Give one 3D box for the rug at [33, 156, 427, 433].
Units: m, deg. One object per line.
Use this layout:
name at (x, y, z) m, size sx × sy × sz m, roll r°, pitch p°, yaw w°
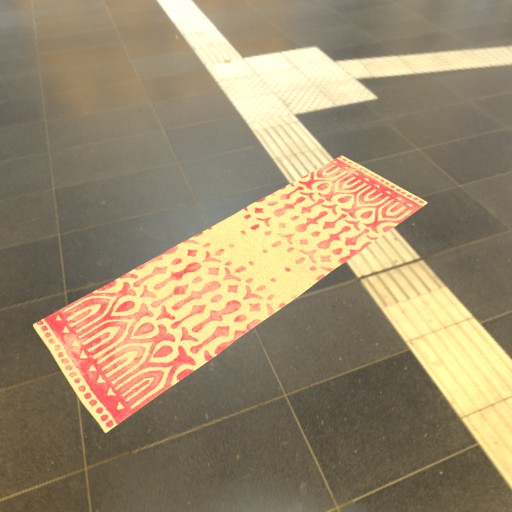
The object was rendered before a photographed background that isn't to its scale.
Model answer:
rug at (0.000, 0.000, 2.701) m, size 2.458 × 0.011 × 0.787 m, roll -32°, pitch 54°, yaw -27°
